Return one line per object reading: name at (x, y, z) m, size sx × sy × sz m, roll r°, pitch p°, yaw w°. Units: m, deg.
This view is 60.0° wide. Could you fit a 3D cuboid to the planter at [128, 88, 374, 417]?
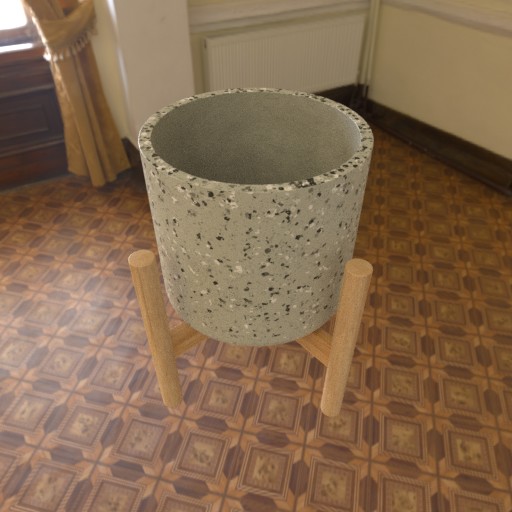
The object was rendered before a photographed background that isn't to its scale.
planter at (0.000, 0.000, 0.530) m, size 0.284 × 0.320 × 0.284 m, roll -13°, pitch 42°, yaw -14°
